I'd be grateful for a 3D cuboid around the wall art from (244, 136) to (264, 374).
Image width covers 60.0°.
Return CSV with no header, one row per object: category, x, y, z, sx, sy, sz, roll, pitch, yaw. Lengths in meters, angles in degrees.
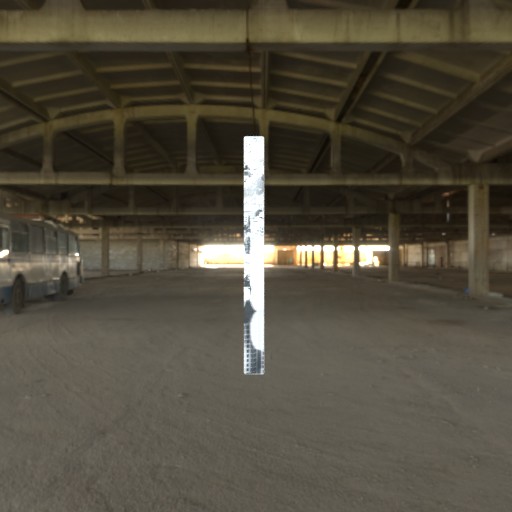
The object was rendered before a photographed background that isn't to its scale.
wall art,0.000,0.000,1.705,0.044,0.507,1.520,0,0,0
